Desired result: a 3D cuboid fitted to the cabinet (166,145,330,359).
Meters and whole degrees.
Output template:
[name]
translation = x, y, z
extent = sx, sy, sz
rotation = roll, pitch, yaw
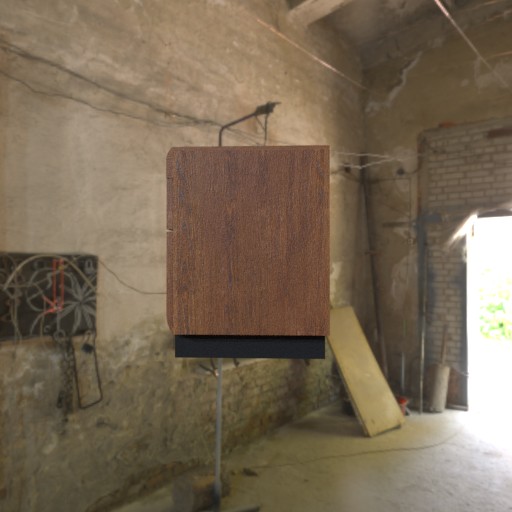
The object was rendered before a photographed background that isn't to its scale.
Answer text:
[cabinet]
translation = 0.000, 0.000, 1.849
extent = 0.419, 0.510, 1.600
rotation = 0, 0, 3
